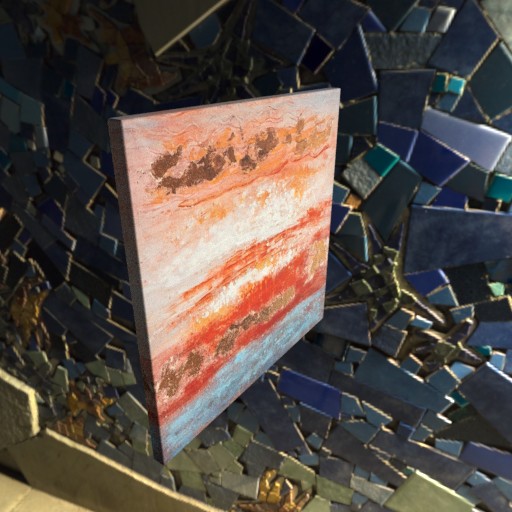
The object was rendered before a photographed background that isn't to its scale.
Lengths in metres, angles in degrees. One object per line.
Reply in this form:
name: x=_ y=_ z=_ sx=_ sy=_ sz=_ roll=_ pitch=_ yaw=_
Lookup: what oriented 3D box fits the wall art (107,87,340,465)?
wall art: x=0.000 y=0.000 z=1.113 sx=0.035 sy=0.747 sz=0.747 roll=17 pitch=30 yaw=32
